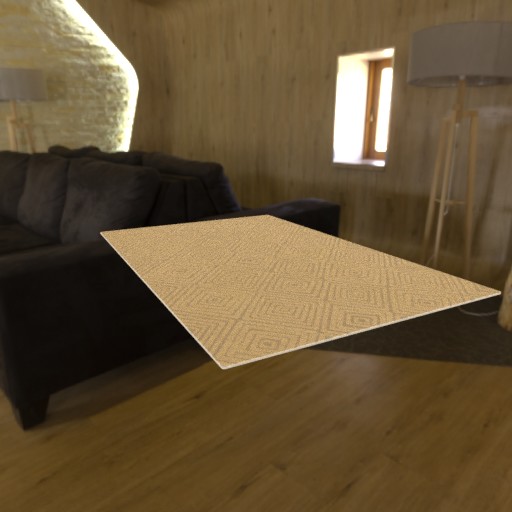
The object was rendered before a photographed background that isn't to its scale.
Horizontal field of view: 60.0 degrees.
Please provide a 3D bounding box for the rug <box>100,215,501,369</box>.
[{"bbox_3d":[0.000,0.000,2.138,1.143,0.008,1.753,-9,18,-27],"label":"rug"}]
